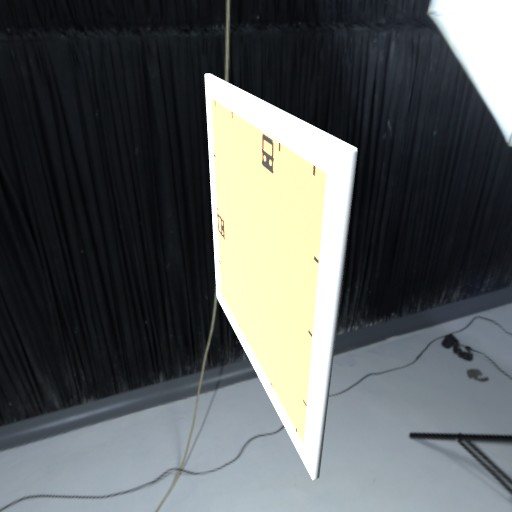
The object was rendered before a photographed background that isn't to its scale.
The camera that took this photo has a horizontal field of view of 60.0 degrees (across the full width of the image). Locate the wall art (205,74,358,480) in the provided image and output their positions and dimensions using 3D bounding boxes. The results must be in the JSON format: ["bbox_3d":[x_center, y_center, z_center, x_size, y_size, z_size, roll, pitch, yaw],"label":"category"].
[{"bbox_3d":[0.000,0.000,0.860,0.013,0.584,0.584,-11,32,-18],"label":"wall art"}]
